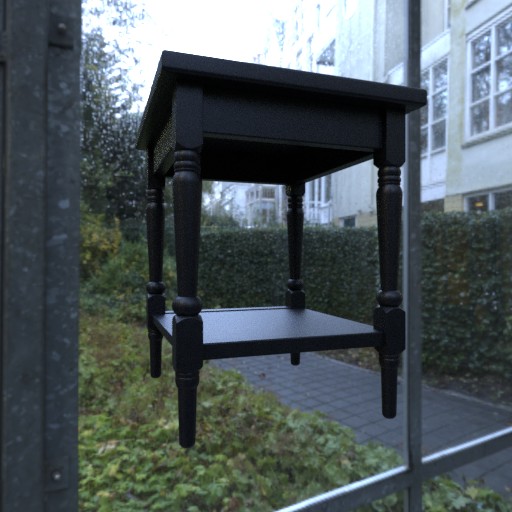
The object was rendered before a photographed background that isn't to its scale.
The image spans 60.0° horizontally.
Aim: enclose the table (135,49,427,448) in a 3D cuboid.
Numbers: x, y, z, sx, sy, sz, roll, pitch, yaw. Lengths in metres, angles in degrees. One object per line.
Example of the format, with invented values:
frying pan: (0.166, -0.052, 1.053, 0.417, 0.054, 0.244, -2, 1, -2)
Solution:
table: (0.000, 0.000, 0.904, 0.442, 0.565, 0.488, 0, 0, -19)
